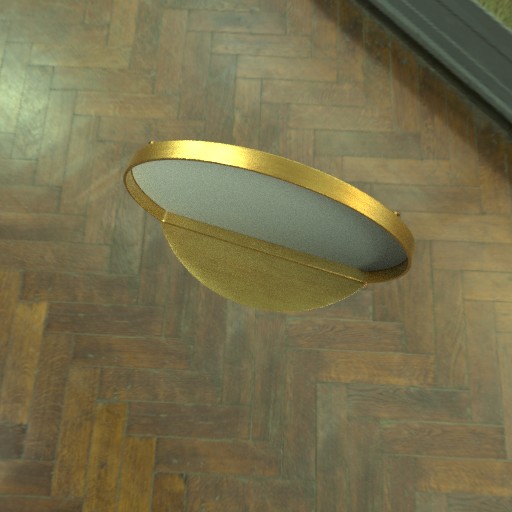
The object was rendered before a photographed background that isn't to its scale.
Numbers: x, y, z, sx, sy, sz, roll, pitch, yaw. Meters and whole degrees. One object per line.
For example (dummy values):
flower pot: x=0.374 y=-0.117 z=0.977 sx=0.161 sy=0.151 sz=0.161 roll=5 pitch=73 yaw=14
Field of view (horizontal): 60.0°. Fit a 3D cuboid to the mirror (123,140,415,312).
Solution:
mirror: x=0.000 y=0.000 z=0.699 sx=0.457 sy=0.457 sz=0.133 roll=17 pitch=77 yaw=4
